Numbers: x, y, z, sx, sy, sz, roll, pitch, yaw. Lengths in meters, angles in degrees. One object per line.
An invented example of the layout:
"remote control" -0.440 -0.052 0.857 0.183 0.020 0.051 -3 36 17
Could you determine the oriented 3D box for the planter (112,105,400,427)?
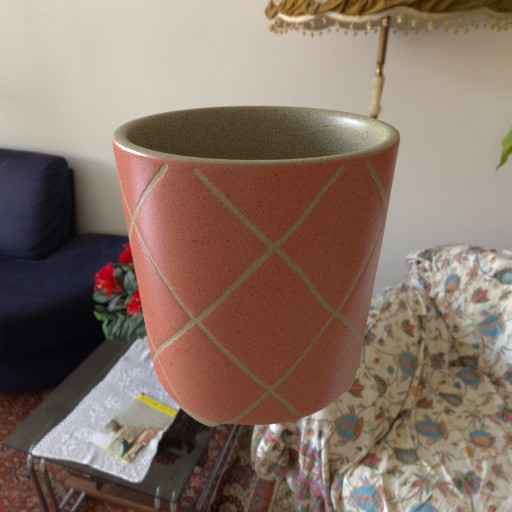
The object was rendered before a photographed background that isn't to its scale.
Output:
"planter" 0.000 0.000 0.349 0.191 0.200 0.191 0 27 0
